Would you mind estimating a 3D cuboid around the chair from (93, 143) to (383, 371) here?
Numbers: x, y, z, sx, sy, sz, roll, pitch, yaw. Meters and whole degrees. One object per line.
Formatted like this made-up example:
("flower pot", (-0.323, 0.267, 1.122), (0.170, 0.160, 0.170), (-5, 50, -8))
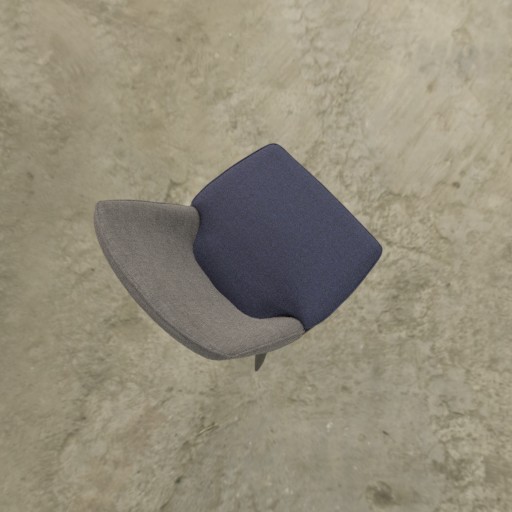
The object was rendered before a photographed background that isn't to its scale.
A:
("chair", (0.000, 0.000, 1.174), (0.550, 0.855, 0.488), (-41, 79, -10))
